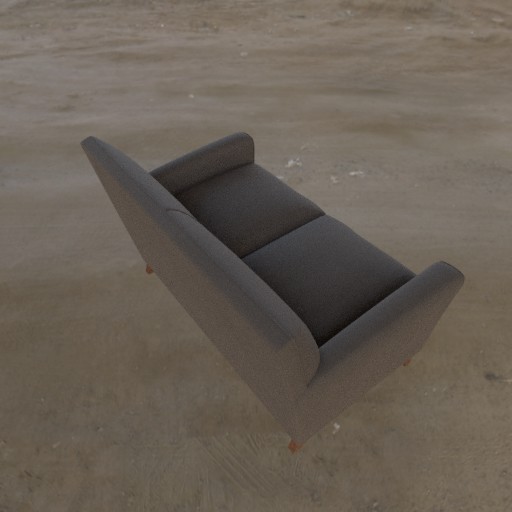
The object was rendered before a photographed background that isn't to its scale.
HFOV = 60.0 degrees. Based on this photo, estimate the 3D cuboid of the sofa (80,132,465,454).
[{"bbox_3d":[0.000,0.000,1.958,0.871,0.846,1.420,-27,49,-26],"label":"sofa"}]
